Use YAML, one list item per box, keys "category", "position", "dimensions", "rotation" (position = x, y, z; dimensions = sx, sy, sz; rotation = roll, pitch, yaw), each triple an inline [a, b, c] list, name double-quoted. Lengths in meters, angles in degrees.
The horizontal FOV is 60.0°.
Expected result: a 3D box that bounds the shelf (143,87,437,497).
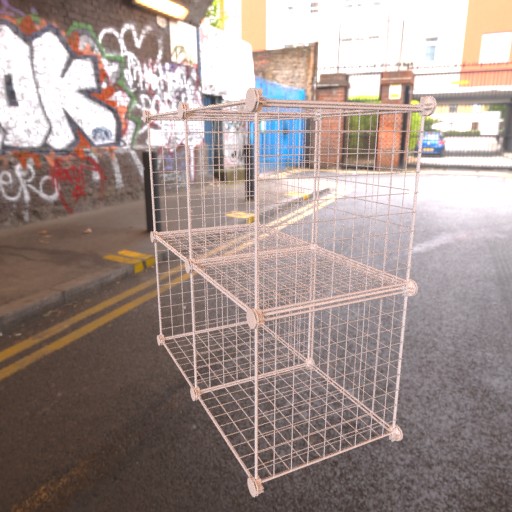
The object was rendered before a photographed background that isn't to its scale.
- category: "shelf"
  position: [0.000, 0.000, 1.099]
  dimensions: [0.356, 0.711, 0.711]
  rotation: [-7, 17, -25]
